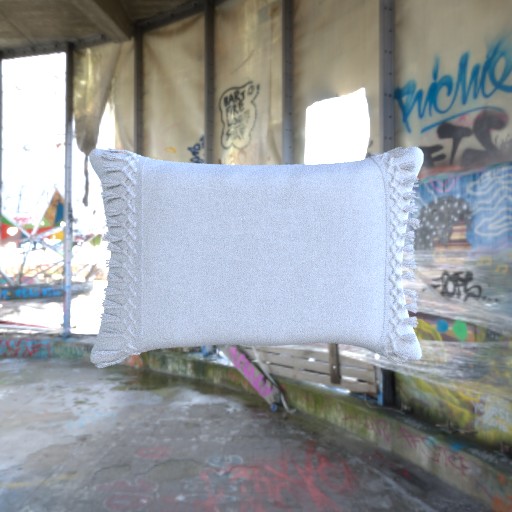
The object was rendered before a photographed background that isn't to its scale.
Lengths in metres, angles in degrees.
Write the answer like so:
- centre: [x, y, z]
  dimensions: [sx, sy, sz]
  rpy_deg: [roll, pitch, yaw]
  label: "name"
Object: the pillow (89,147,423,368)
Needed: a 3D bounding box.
- centre: [0.000, 0.000, 0.616]
  dimensions: [0.466, 0.305, 0.084]
  rpy_deg: [0, 0, 0]
  label: "pillow"
